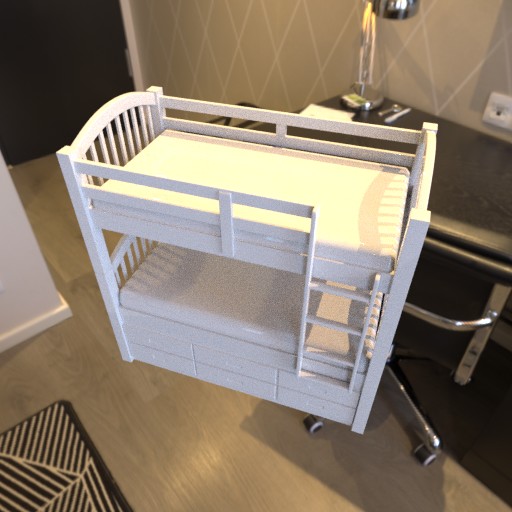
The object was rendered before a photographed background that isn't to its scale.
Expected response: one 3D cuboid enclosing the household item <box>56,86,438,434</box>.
[{"bbox_3d":[0.000,0.000,3.237,2.032,2.032,1.143,13,42,14],"label":"household item"}]
